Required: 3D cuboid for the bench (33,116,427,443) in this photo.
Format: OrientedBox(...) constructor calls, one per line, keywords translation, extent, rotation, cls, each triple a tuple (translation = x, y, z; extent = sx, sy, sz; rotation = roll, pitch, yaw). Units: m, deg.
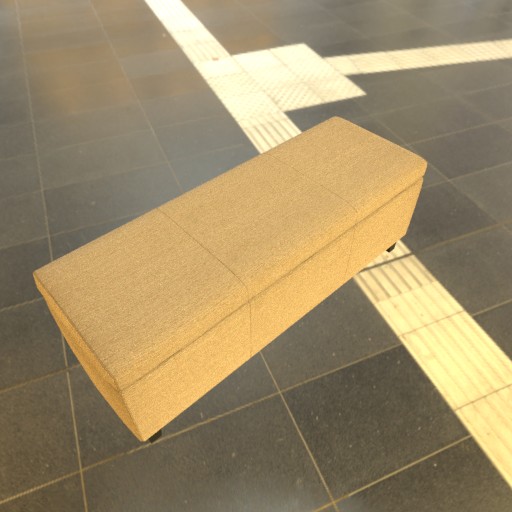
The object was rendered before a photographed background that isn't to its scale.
OrientedBox(translation=(0.000, 0.000, 1.515), extent=(1.269, 0.438, 0.446), rotation=(-33, 55, -28), cls="bench")
